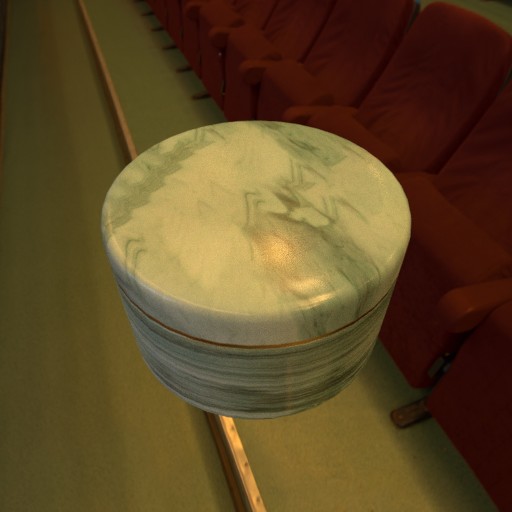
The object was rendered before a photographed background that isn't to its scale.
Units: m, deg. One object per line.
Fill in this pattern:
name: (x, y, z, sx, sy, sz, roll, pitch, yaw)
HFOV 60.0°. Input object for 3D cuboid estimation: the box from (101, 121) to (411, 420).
box: (0.000, 0.000, 0.167, 0.101, 0.063, 0.101, 0, 45, 0)
